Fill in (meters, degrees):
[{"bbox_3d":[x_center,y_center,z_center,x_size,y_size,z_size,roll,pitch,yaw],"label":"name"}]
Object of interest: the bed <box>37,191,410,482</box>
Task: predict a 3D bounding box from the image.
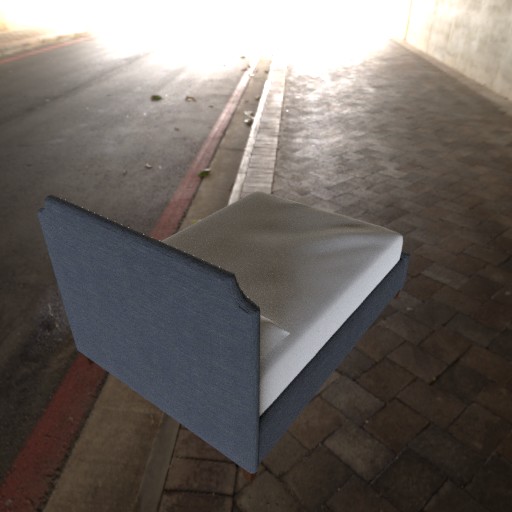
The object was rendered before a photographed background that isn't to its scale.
[{"bbox_3d":[0.000,0.000,3.431,1.713,1.443,2.372,22,38,31],"label":"bed"}]
